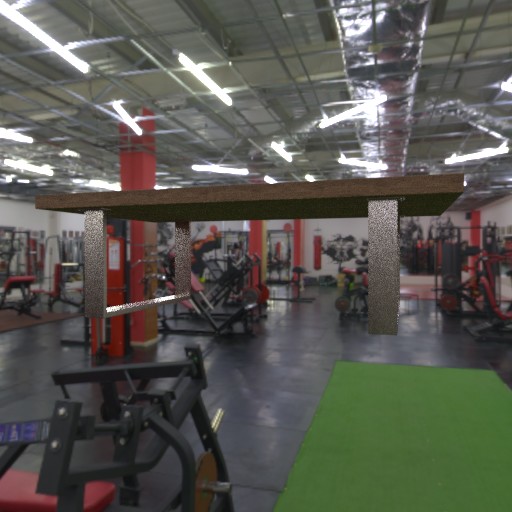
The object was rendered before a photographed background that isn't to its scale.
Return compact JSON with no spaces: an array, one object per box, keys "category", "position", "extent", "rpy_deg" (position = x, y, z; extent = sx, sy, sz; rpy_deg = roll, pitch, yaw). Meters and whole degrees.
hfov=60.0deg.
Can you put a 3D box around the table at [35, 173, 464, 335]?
[{"category":"table","position":[0.000,0.000,1.744],"extent":[1.400,0.440,0.800],"rpy_deg":[0,1,19]}]
